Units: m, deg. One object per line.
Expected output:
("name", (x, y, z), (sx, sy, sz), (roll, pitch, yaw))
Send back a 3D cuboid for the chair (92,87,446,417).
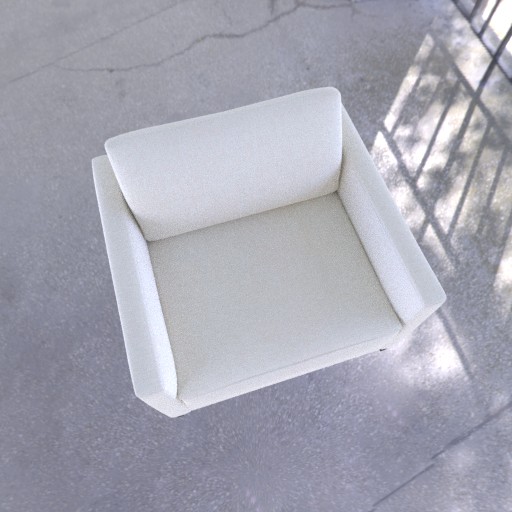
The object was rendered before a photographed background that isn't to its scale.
("chair", (0.000, 0.000, 1.610), (0.964, 0.806, 0.875), (-16, 65, -8))
